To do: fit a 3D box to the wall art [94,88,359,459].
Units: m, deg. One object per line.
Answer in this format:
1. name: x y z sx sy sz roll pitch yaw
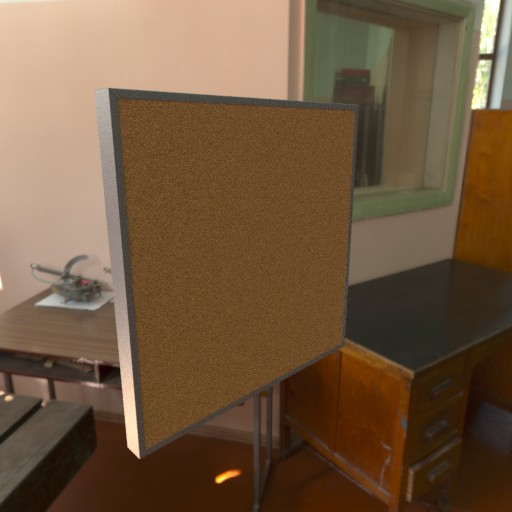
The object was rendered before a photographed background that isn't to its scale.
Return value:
1. wall art: 0.000 0.000 0.521 0.349 0.349 0.028 -15 21 -42
